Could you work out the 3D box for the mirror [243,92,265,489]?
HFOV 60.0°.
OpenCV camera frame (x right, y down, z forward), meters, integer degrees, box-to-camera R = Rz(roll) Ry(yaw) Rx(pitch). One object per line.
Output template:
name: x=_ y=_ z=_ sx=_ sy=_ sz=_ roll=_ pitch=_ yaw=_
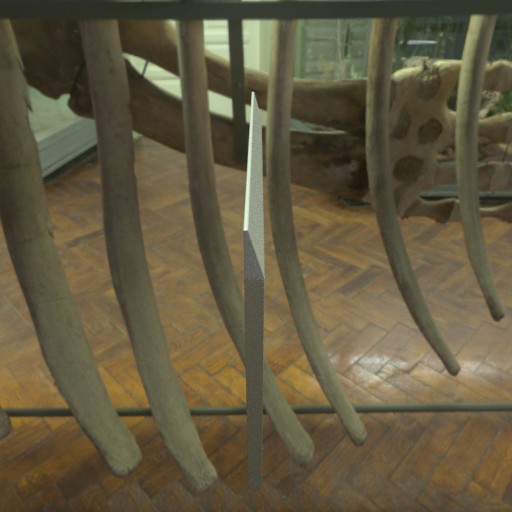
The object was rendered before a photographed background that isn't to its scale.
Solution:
mirror: x=0.000 y=0.000 z=1.145 sx=0.030 sy=0.630 sz=0.870 roll=0 pitch=32 yaw=0
